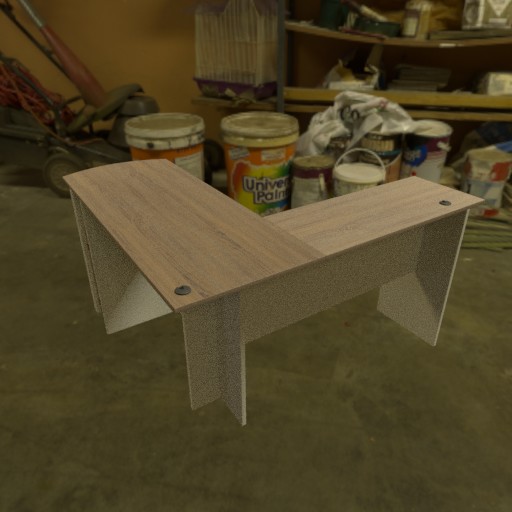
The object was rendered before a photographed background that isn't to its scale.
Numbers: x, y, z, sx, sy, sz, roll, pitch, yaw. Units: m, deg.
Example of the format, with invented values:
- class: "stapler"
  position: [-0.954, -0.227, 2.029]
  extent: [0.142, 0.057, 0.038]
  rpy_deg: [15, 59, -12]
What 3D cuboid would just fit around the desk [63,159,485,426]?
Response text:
- class: "desk"
  position: [0.000, 0.000, 2.111]
  extent: [1.361, 0.716, 1.303]
  rpy_deg: [-18, 34, -29]
